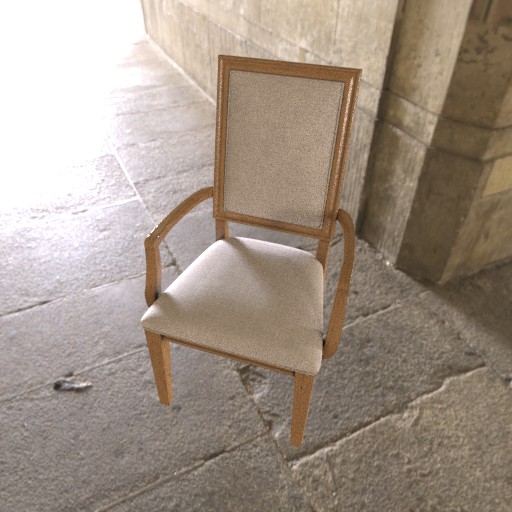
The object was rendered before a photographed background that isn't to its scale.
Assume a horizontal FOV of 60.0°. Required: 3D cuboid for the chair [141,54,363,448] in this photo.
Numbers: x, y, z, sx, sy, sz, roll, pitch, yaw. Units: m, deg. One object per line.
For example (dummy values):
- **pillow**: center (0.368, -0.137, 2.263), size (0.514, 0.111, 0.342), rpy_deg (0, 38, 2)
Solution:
- **chair**: center (0.000, 0.000, 1.370), size (0.606, 0.990, 0.602), rpy_deg (12, 42, 14)
